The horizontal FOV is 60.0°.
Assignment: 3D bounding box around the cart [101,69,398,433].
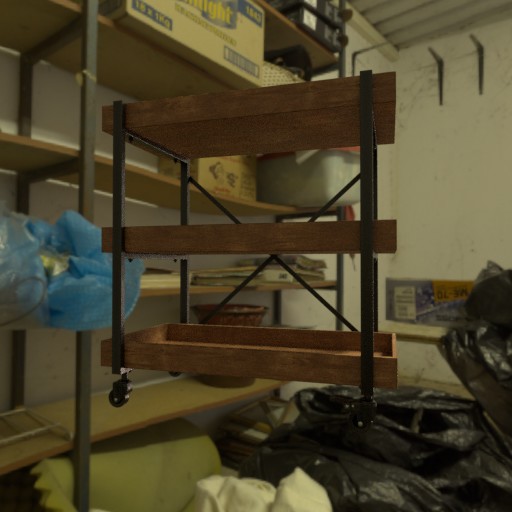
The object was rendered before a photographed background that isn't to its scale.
[{"bbox_3d":[0.000,0.000,1.245,0.750,0.800,0.411,0,-1,17],"label":"cart"}]
